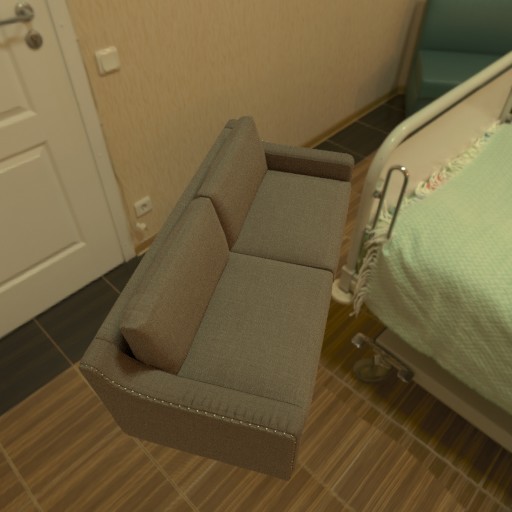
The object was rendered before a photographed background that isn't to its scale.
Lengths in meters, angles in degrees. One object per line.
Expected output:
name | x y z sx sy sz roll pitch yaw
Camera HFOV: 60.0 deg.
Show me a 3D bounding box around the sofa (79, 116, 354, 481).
sofa | 0.000 0.000 2.738 1.000 0.857 2.208 11 46 10
